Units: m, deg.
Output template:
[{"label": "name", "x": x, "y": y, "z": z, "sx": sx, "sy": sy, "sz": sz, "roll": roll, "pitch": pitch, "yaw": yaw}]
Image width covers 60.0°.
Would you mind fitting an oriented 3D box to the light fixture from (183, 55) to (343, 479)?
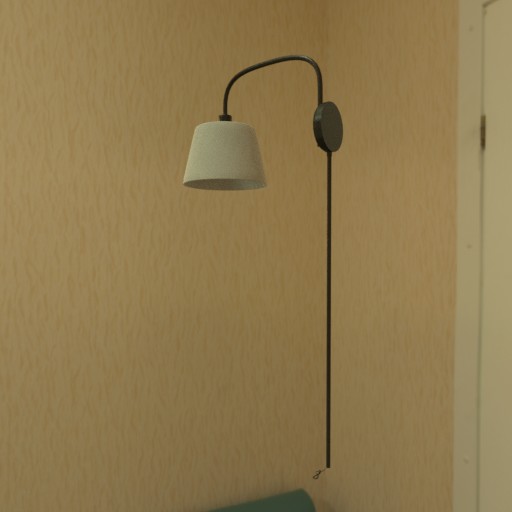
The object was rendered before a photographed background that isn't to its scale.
[{"label": "light fixture", "x": 0.000, "y": 0.000, "z": 0.466, "sx": 0.176, "sy": 0.399, "sz": 0.092, "roll": 1, "pitch": 2, "yaw": 36}]
